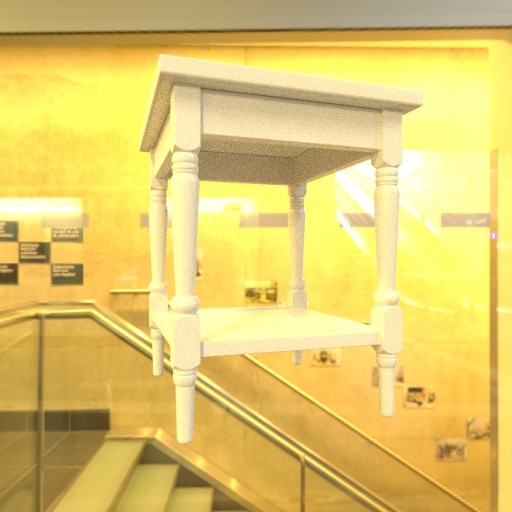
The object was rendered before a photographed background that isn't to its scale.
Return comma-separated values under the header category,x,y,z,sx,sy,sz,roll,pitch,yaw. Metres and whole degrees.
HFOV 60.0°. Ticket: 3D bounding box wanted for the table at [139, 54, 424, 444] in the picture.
category,x,y,z,sx,sy,sz,roll,pitch,yaw
table,0.000,0.000,0.915,0.442,0.565,0.488,0,0,-18
